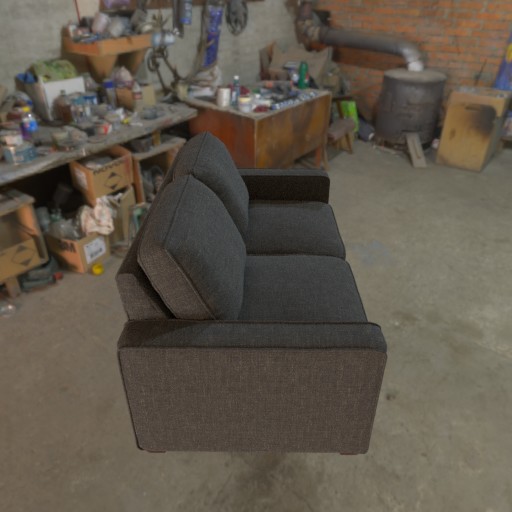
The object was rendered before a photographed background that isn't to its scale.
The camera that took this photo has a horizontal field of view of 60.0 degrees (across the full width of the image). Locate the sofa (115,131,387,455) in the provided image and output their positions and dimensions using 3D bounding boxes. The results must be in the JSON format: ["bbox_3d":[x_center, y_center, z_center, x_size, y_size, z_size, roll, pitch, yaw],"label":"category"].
[{"bbox_3d":[0.000,0.000,2.264,0.947,0.918,1.709,0,32,1],"label":"sofa"}]
